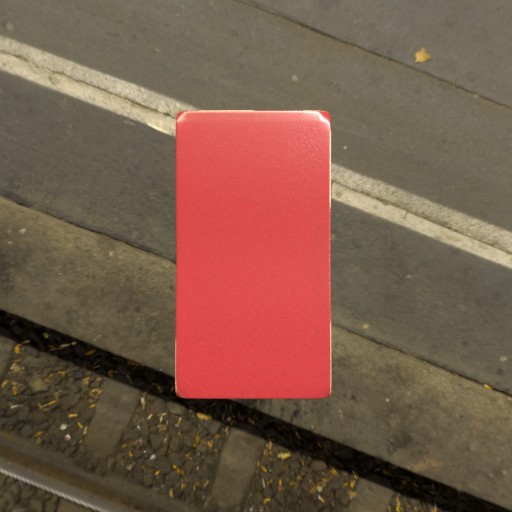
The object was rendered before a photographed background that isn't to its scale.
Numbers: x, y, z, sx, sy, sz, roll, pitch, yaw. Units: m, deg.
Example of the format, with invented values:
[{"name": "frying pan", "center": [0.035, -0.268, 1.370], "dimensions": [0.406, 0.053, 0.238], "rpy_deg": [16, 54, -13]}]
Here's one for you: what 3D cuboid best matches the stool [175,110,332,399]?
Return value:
[{"name": "stool", "center": [0.000, 0.000, 1.051], "dimensions": [0.476, 0.737, 0.457], "rpy_deg": [0, 90, 1]}]
